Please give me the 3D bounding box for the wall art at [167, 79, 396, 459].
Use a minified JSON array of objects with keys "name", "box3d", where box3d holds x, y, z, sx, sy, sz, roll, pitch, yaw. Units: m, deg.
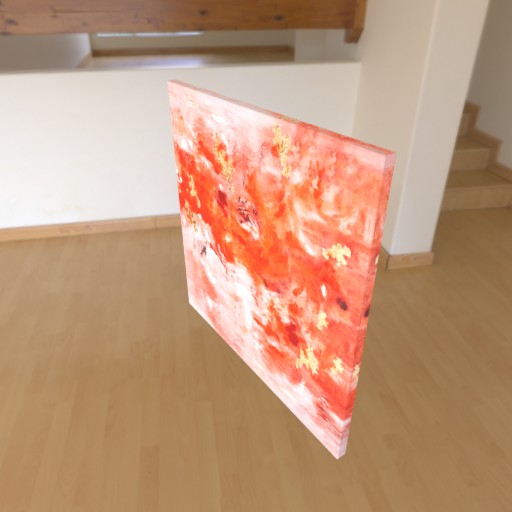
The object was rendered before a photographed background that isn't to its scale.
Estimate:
[{"name":"wall art","box3d":[0.000,0.000,1.332,0.066,0.878,0.878,-20,37,-29]}]
